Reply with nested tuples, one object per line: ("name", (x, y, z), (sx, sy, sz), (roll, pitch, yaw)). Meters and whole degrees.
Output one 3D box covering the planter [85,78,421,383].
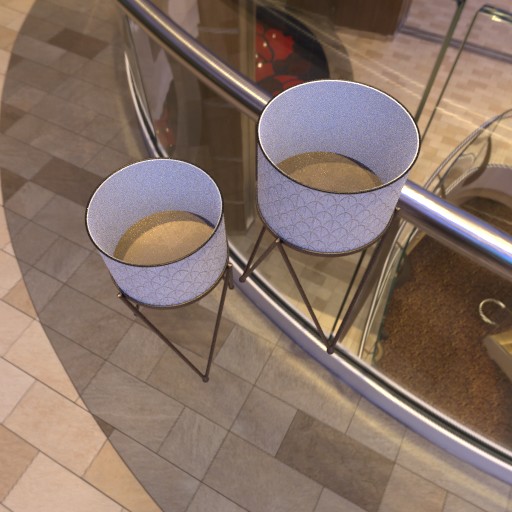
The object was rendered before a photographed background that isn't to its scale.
("planter", (0.000, 0.000, 1.159), (0.769, 0.712, 0.413), (-15, 59, -9))
